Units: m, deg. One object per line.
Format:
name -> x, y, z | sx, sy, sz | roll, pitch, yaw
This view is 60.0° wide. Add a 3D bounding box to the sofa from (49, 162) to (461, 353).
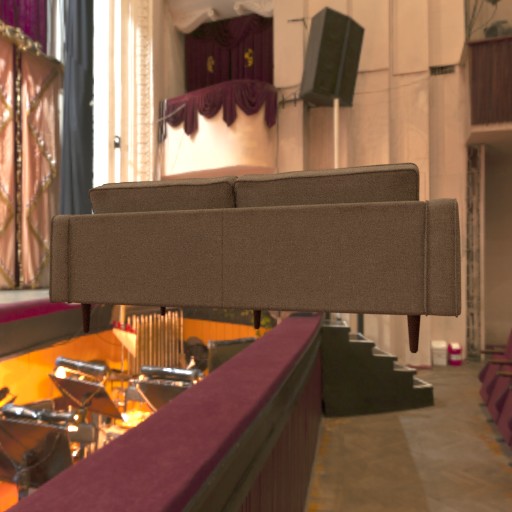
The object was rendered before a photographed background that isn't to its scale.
sofa -> 0.000, 0.000, 2.309 | 1.879, 0.762, 0.914 | 0, -1, 19
